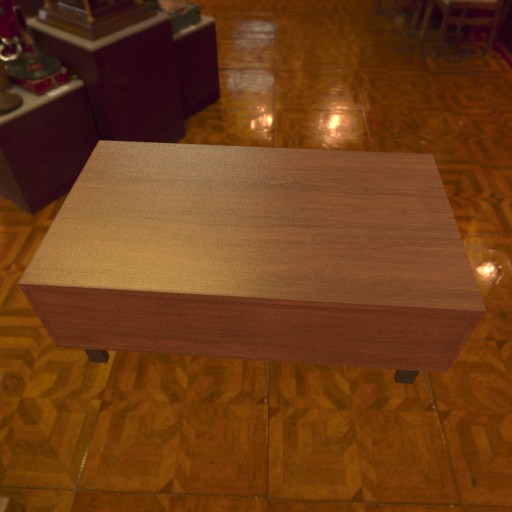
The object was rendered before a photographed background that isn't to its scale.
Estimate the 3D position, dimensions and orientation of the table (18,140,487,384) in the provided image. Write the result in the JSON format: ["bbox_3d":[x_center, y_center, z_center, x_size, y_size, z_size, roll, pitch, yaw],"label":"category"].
[{"bbox_3d":[0.000,0.000,1.303,1.020,0.380,0.600,3,47,3],"label":"table"}]
